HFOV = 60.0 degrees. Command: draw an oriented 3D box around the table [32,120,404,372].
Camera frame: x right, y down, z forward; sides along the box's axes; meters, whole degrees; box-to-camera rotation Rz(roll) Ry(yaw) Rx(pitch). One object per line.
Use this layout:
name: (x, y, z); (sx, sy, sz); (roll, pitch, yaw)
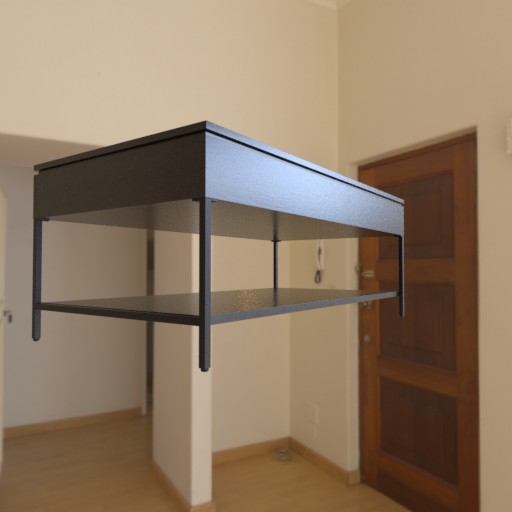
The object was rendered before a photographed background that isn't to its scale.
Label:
table: (0.000, 0.000, 1.372); (0.574, 0.435, 1.095); (-1, -2, 36)
